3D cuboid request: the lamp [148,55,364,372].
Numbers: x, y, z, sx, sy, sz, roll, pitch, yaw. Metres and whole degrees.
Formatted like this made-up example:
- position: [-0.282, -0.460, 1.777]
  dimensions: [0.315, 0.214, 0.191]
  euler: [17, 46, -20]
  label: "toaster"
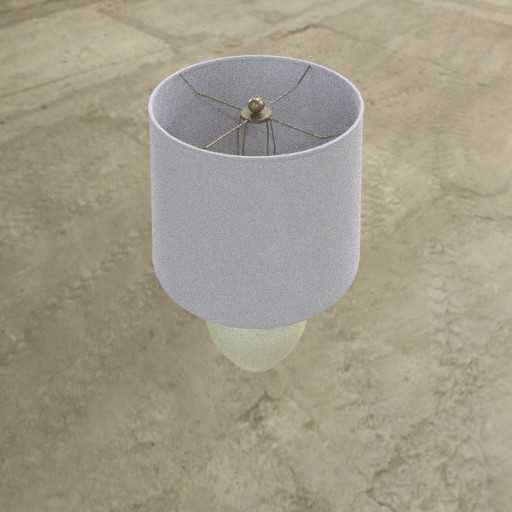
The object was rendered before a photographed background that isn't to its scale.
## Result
- position: [0.000, 0.000, 0.533]
  dimensions: [0.239, 0.399, 0.239]
  euler: [0, 46, 0]
  label: "lamp"
